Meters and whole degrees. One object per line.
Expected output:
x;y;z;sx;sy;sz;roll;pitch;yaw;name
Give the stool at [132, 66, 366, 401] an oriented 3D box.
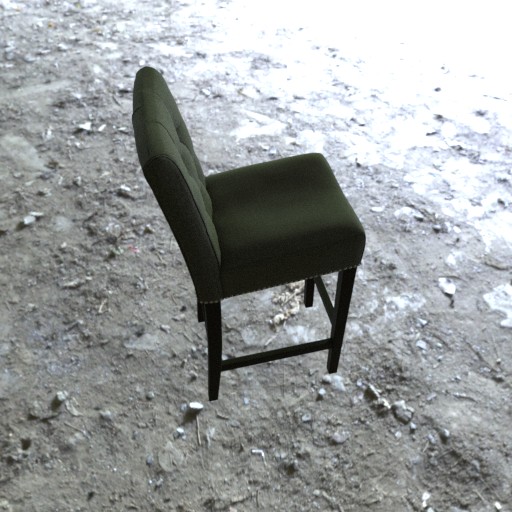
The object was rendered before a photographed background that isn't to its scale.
0.000;0.000;1.354;0.548;1.047;0.411;-9;48;-8;stool
